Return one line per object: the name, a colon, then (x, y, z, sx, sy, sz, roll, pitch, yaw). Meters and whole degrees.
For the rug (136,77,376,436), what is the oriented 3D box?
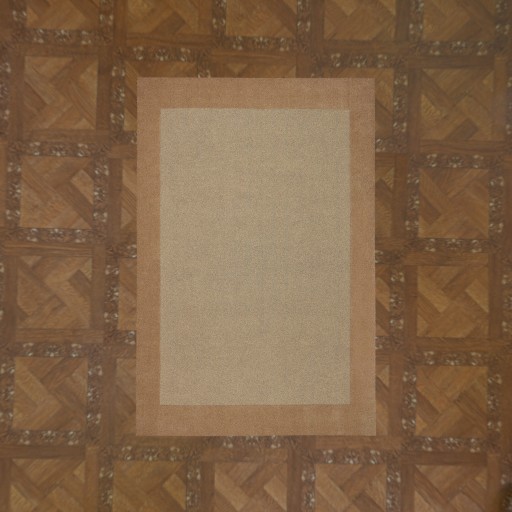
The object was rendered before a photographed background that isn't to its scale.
rug: (0.000, 0.000, 2.266, 1.219, 0.014, 1.829, 0, 89, 0)
